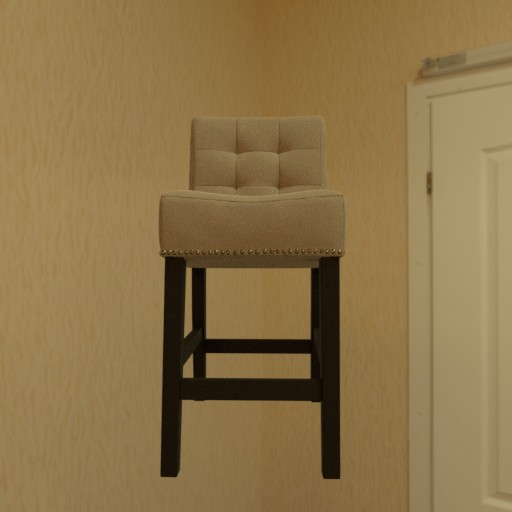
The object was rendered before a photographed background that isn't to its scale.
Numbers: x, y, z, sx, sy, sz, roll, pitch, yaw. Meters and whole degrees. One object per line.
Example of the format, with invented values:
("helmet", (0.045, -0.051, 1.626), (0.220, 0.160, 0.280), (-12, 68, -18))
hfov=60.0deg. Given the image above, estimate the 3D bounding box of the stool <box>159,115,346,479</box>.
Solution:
("stool", (0.000, 0.000, 1.160), (0.427, 0.885, 0.571), (0, 0, 2))
